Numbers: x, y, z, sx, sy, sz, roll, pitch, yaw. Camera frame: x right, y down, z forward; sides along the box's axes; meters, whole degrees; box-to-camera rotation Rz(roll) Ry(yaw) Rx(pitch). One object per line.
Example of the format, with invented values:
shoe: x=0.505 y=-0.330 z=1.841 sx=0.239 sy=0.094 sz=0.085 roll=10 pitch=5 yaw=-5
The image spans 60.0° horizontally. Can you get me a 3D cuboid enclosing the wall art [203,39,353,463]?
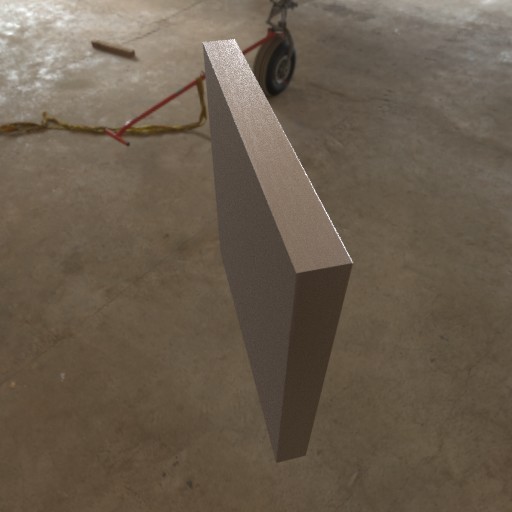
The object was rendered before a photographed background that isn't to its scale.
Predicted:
wall art: x=0.000 y=0.000 z=0.515 sx=0.038 sy=0.350 sz=0.350 roll=-10 pitch=48 yaw=-9
